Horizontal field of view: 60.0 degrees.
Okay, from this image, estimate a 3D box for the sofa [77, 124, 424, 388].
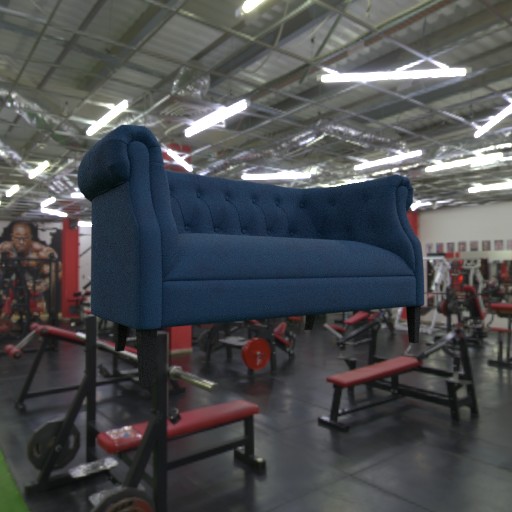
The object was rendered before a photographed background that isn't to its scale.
[{"bbox_3d":[0.000,0.000,2.043,1.558,0.827,0.835,1,-2,-36],"label":"sofa"}]
